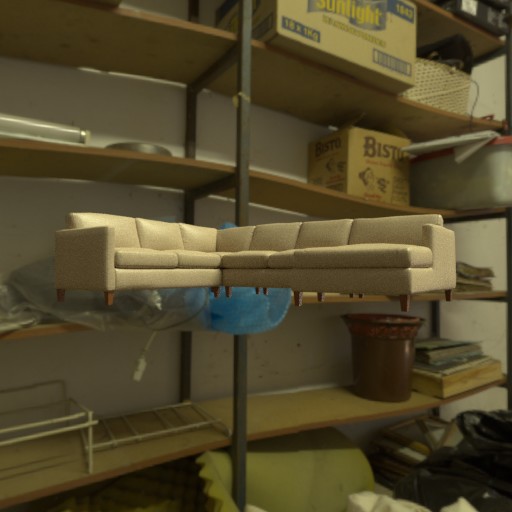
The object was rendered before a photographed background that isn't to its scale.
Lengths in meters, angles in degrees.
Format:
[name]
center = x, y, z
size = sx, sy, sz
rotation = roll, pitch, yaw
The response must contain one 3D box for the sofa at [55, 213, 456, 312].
[sofa]
center = 0.000, 0.000, 4.701
size = 3.460, 0.961, 2.594
rotation = -1, -2, 36
